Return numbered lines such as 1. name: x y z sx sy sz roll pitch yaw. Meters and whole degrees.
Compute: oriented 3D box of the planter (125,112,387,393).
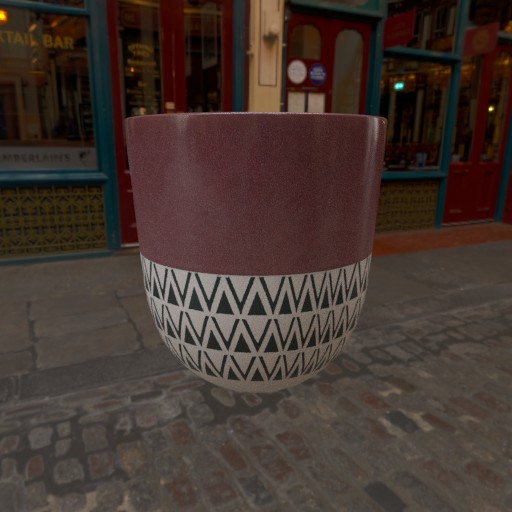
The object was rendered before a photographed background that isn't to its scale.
1. planter: 0.000 0.000 0.367 0.195 0.214 0.195 0 14 0
